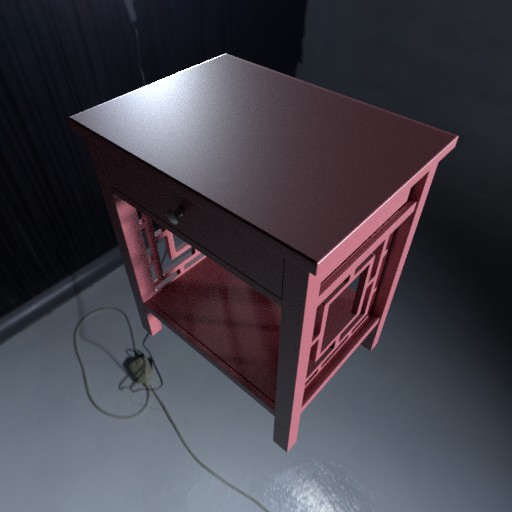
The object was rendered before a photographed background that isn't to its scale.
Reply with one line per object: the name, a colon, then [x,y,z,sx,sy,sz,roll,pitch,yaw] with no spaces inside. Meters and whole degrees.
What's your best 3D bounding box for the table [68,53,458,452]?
table: [0.000,0.000,1.079,0.599,0.686,0.451,32,53,28]
